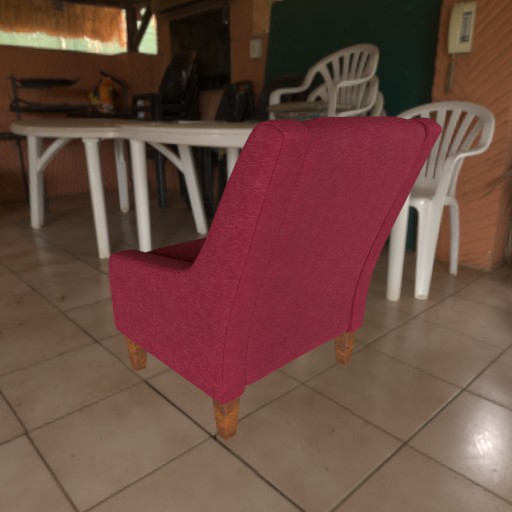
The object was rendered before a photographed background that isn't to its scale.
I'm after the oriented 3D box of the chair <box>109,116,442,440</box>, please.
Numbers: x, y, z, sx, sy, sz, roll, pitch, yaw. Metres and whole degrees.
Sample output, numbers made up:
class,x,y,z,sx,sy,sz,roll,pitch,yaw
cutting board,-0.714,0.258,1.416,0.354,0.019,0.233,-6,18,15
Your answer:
class,x,y,z,sx,sy,sz,roll,pitch,yaw
chair,0.000,0.000,1.687,0.793,1.017,0.985,-16,24,-42
